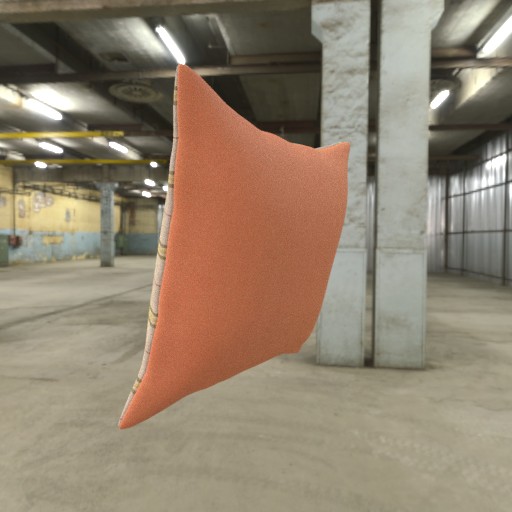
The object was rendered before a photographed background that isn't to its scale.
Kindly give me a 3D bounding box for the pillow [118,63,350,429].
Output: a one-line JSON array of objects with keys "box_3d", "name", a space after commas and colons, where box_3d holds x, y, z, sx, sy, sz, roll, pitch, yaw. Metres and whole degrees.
[{"box_3d": [0.000, 0.000, 0.702, 0.200, 0.430, 0.453, 1, 2, 35], "name": "pillow"}]
